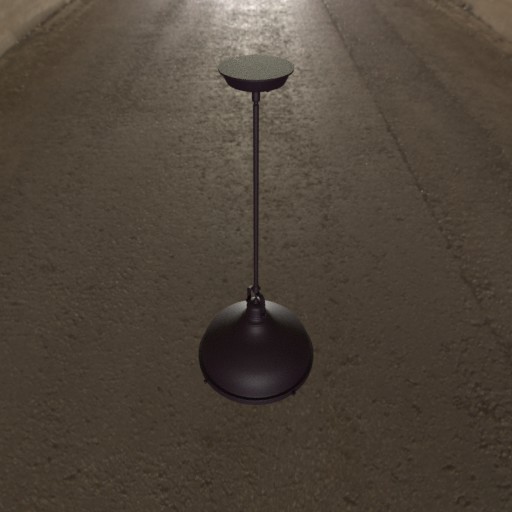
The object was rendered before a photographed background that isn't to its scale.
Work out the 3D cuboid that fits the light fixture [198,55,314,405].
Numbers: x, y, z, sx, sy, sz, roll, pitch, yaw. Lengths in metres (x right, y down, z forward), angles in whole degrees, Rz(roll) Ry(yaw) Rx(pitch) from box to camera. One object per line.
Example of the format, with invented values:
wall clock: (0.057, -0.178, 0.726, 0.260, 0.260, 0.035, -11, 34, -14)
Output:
light fixture: (0.000, 0.000, 1.031, 0.341, 0.849, 0.341, -25, 47, -27)
